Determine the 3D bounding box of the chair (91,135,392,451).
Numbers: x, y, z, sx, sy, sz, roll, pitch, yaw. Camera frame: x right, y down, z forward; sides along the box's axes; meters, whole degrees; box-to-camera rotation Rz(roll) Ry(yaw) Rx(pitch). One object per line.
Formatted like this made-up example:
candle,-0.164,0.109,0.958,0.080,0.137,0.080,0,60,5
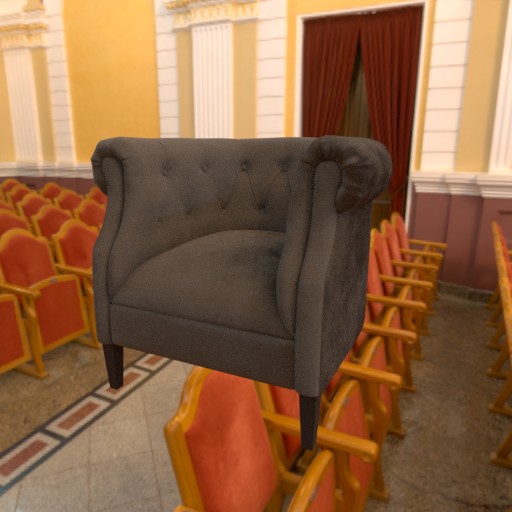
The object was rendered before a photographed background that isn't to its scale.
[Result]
chair,0.000,0.000,1.582,0.904,0.826,0.851,7,16,25
